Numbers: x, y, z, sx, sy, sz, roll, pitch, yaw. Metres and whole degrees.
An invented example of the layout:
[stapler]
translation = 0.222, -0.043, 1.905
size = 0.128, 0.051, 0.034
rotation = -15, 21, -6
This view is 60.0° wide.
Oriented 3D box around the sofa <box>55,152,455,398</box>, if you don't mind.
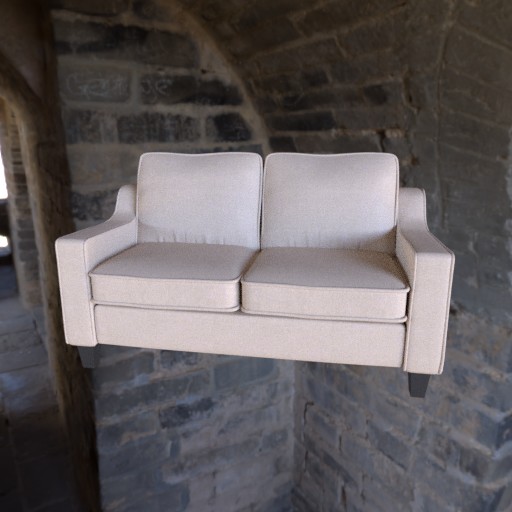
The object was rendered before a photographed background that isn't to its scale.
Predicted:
[sofa]
translation = 0.000, 0.000, 3.444
size = 2.587, 1.562, 1.351
rotation = 2, 14, 10
